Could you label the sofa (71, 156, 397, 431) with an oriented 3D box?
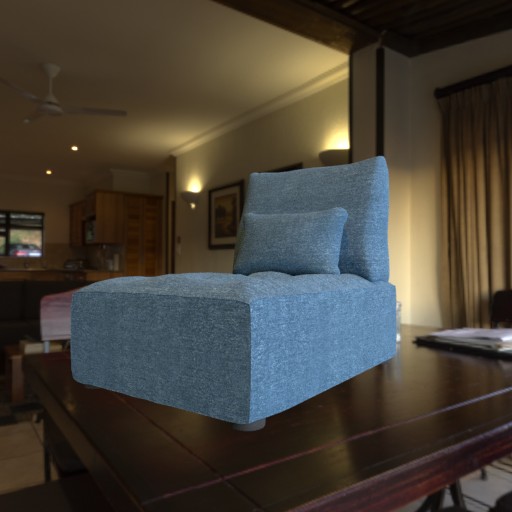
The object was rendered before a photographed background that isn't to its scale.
[{"bbox_3d":[0.000,0.000,1.583,0.700,0.820,1.000,-1,-2,36],"label":"sofa"}]
